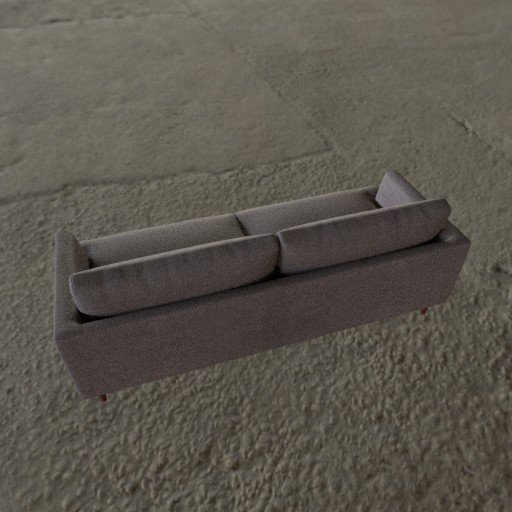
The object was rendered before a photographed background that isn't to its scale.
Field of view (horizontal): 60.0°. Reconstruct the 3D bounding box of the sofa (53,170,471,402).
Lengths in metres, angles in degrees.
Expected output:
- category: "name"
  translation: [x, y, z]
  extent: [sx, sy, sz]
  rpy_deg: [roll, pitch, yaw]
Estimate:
- category: "sofa"
  translation: [0.000, 0.000, 2.731]
  extent: [2.250, 0.868, 1.020]
  rpy_deg: [-12, 43, -13]
